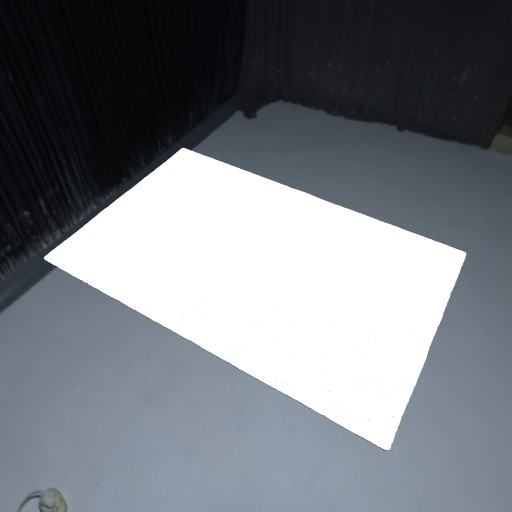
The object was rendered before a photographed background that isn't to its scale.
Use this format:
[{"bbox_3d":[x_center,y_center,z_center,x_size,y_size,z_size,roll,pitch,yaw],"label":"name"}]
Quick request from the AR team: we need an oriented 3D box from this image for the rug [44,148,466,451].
[{"bbox_3d":[0.000,0.000,3.012,2.442,0.010,1.546,24,52,21],"label":"rug"}]
